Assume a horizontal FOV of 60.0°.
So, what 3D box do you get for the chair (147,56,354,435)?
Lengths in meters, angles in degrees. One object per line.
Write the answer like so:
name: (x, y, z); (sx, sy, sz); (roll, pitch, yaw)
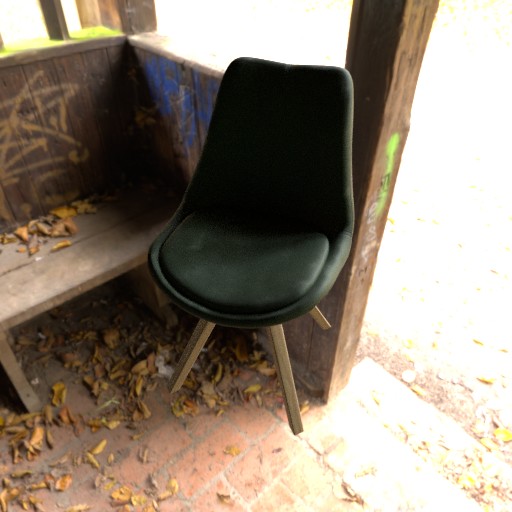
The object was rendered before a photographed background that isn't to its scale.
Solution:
chair: (0.000, 0.000, 1.198); (0.483, 0.865, 0.547); (13, 42, 15)
